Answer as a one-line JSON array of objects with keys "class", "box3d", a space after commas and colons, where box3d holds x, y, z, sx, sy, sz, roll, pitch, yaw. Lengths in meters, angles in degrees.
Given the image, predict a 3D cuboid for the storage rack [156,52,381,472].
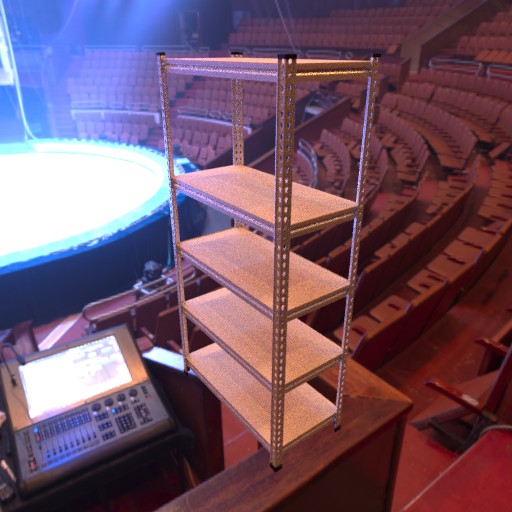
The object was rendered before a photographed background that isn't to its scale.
[{"class": "storage rack", "box3d": [0.000, 0.000, 2.193, 0.457, 1.829, 0.914, -18, 30, -33]}]
